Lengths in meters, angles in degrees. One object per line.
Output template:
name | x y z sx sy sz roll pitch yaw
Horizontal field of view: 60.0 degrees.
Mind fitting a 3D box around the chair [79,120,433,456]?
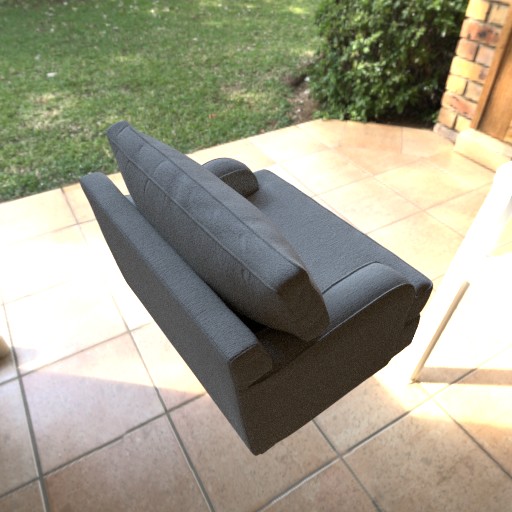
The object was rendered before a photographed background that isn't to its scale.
chair | 0.000 0.000 1.981 1.041 1.016 1.220 -26 48 -27
